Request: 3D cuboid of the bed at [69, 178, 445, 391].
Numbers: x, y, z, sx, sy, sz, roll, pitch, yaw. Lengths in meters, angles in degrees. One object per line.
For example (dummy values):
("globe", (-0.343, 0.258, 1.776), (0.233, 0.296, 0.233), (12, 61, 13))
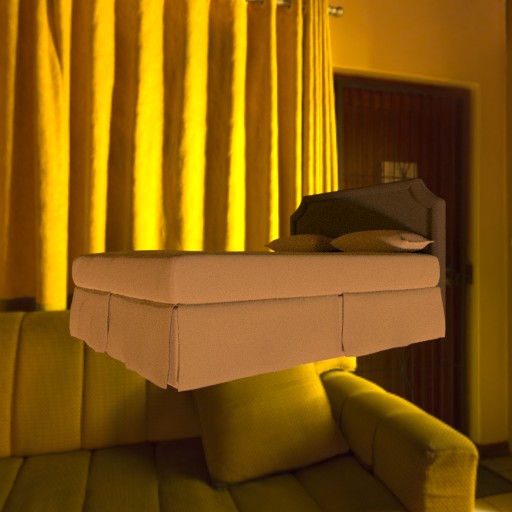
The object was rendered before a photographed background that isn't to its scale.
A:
("bed", (0.000, 0.000, 3.569), (2.464, 1.306, 1.977), (0, 0, -37))
